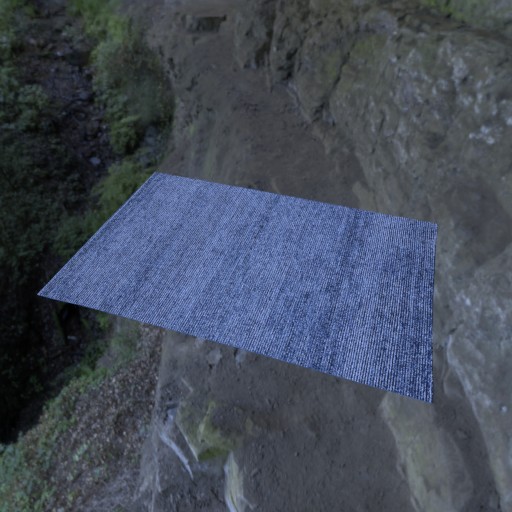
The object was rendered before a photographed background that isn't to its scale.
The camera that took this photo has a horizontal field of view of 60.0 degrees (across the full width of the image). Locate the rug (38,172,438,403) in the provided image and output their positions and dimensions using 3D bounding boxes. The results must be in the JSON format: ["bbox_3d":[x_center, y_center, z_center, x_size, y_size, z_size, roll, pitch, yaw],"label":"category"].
[{"bbox_3d":[0.000,0.000,2.224,1.740,0.010,1.135,12,43,14],"label":"rug"}]
